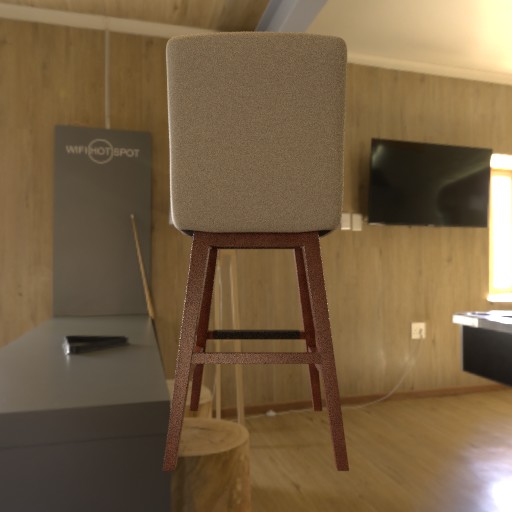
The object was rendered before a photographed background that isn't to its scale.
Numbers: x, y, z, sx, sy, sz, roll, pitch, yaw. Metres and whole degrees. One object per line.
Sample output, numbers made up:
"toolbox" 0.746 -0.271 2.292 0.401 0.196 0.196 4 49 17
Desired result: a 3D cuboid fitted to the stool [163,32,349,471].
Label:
"stool" 0.000 0.000 1.340 0.470 1.092 0.559 0 0 0
